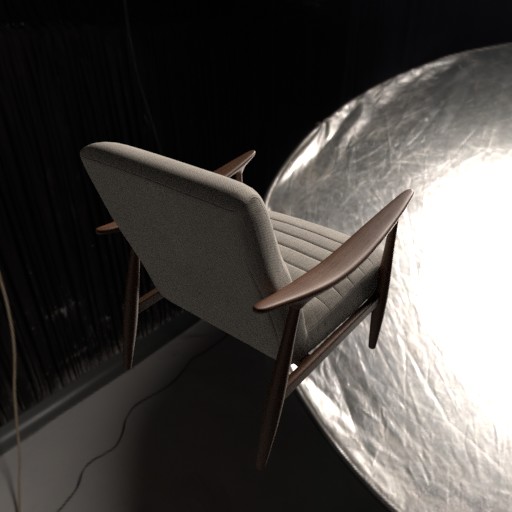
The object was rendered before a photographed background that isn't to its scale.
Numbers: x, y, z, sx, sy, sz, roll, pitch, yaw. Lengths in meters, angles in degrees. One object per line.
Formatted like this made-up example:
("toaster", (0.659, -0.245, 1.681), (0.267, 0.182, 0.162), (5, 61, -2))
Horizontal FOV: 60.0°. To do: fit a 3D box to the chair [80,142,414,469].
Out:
("chair", (0.000, 0.000, 1.451), (0.741, 0.832, 0.798), (22, 37, 33))
